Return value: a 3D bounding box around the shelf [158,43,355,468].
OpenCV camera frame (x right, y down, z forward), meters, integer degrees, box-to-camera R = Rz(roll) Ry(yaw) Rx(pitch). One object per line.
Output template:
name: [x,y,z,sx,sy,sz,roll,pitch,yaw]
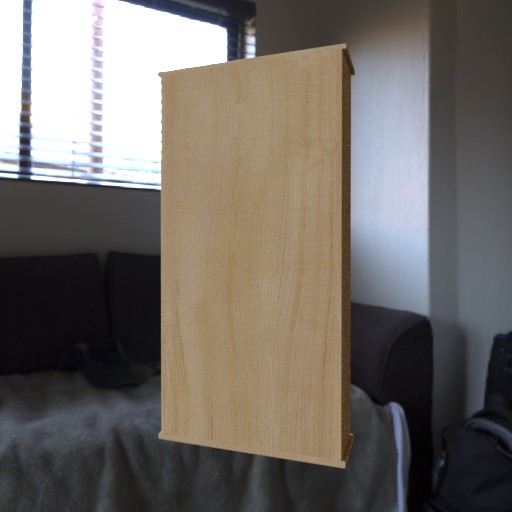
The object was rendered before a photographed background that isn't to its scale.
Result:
shelf: [0.000,0.000,1.237,0.520,1.030,0.175,0,1,19]
